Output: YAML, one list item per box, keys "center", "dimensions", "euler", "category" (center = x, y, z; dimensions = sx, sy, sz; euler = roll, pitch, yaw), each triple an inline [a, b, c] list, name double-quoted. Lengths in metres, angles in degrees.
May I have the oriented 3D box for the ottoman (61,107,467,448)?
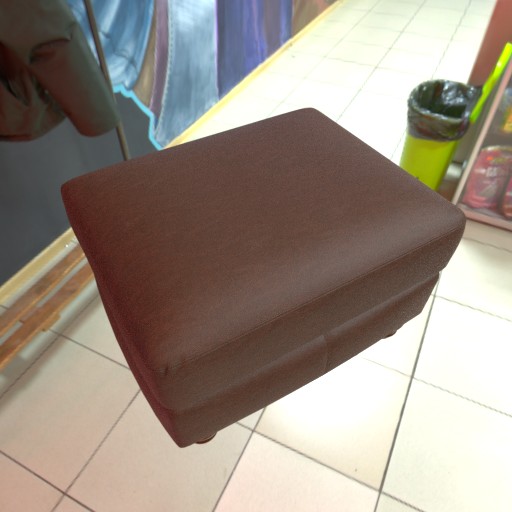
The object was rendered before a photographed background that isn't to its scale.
- center: [0.000, 0.000, 1.155]
  dimensions: [0.787, 0.508, 0.635]
  euler: [-23, 50, -21]
  category: "ottoman"
